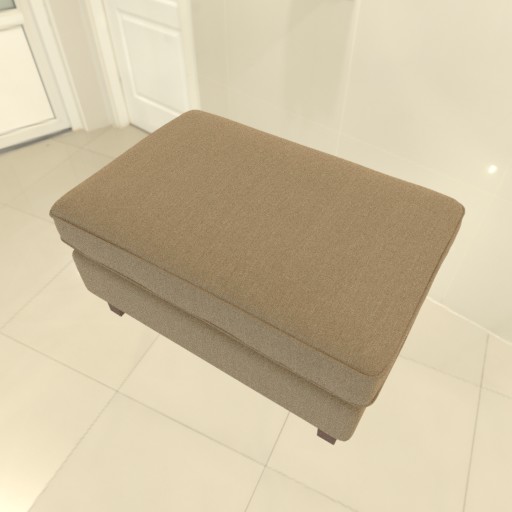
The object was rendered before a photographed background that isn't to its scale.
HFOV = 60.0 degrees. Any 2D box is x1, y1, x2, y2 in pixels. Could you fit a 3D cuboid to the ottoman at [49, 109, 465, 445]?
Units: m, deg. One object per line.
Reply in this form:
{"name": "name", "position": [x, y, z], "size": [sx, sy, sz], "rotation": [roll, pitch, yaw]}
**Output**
{"name": "ottoman", "position": [0.000, 0.000, 1.298], "size": [0.945, 0.521, 0.636], "rotation": [25, 51, 22]}
